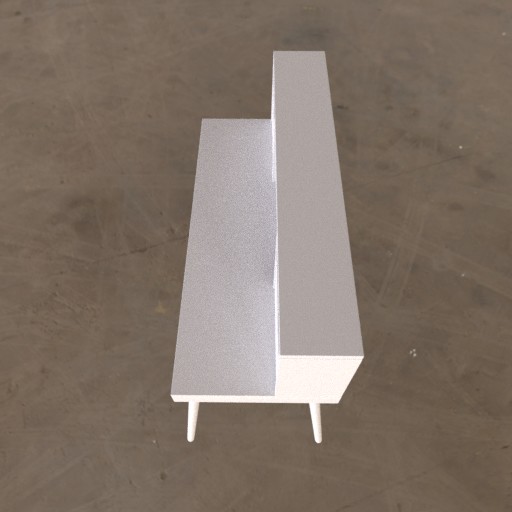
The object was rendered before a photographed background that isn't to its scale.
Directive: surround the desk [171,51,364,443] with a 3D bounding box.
[{"bbox_3d":[0.000,0.000,1.752,0.559,0.990,1.199,0,57,0],"label":"desk"}]
